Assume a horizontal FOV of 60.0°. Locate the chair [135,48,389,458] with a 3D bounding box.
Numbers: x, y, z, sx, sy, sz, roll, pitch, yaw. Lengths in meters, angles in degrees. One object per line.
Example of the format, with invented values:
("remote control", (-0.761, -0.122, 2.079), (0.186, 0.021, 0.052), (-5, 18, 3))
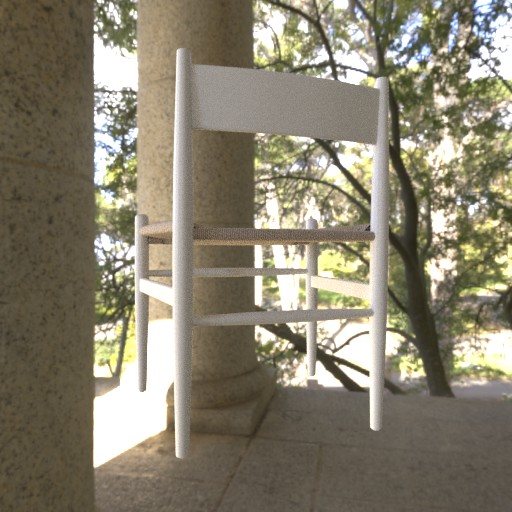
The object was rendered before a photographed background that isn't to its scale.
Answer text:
("chair", (0.000, 0.000, 1.095), (0.556, 0.762, 0.495), (0, 0, -18))
